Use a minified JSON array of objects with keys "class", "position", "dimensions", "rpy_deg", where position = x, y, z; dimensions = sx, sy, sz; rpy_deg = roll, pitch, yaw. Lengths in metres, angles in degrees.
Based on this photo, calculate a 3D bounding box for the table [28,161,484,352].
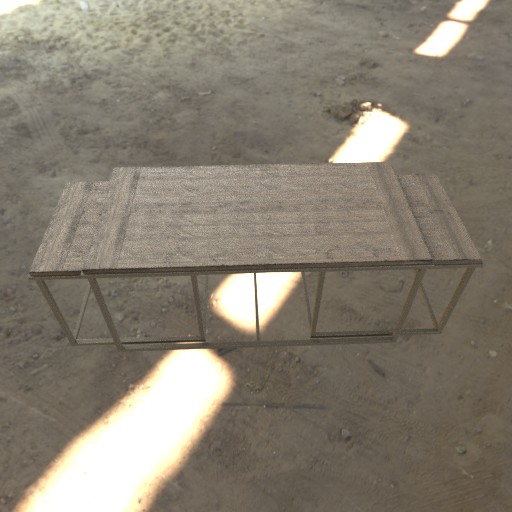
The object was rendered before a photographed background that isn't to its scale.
[{"class":"table","position":[0.000,0.000,1.539],"dimensions":[1.312,0.427,0.489],"rpy_deg":[-2,46,-2]}]
